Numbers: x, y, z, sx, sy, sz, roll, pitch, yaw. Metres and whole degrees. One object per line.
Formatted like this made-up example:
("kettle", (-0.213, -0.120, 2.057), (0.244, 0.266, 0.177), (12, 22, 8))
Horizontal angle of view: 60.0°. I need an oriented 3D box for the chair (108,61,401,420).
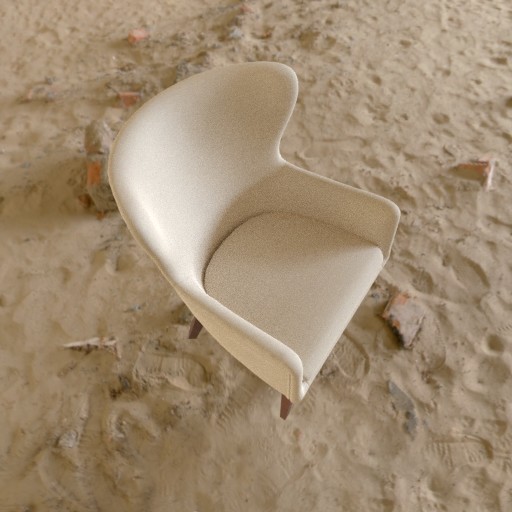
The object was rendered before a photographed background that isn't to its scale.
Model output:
("chair", (0.000, 0.000, 1.507), (0.744, 0.990, 0.696), (30, 62, 18))
